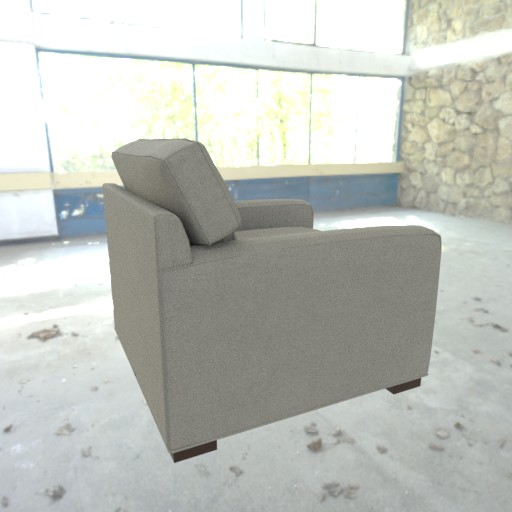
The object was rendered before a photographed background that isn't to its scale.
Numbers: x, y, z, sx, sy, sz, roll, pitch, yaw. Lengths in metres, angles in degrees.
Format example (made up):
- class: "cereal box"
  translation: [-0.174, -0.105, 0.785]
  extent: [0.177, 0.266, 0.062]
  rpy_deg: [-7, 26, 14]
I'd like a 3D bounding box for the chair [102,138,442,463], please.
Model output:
- class: "chair"
  translation: [0.000, 0.000, 1.827]
  extent: [1.044, 0.934, 0.999]
  rpy_deg: [-7, 16, -25]
